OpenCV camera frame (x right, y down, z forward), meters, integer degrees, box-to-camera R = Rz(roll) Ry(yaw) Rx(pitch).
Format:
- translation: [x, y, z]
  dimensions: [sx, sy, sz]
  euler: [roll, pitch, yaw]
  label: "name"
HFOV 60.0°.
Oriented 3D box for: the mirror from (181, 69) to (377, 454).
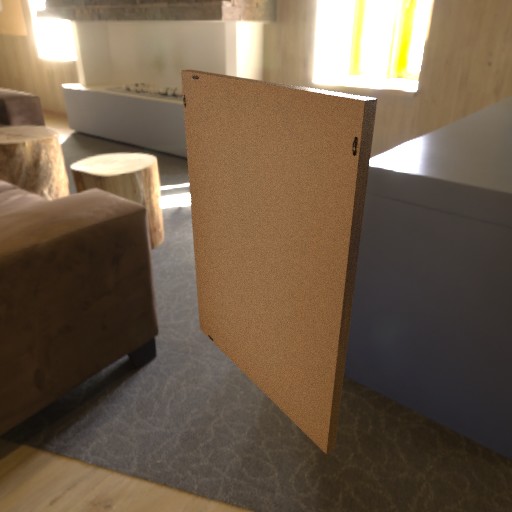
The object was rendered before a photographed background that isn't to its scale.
- translation: [0.000, 0.000, 1.377]
  dimensions: [0.041, 1.016, 0.762]
  euler: [-19, 33, -31]
  label: "mirror"
